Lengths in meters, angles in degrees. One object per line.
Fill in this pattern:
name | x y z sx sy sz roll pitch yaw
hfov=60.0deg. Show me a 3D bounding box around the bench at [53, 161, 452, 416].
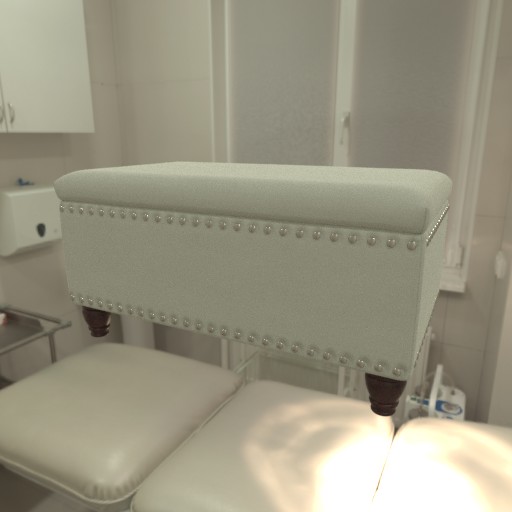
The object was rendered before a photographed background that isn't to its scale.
bench | 0.000 0.000 1.171 0.887 0.449 0.500 8 17 26
